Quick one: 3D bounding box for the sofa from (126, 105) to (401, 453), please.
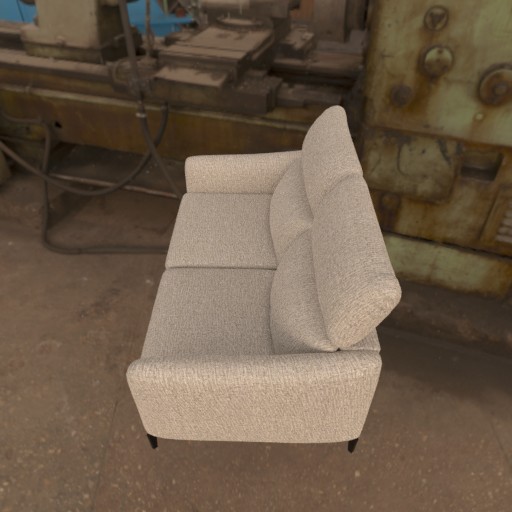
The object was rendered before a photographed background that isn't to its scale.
[{"bbox_3d":[0.000,0.000,2.085,0.905,0.950,1.540,1,41,1],"label":"sofa"}]
